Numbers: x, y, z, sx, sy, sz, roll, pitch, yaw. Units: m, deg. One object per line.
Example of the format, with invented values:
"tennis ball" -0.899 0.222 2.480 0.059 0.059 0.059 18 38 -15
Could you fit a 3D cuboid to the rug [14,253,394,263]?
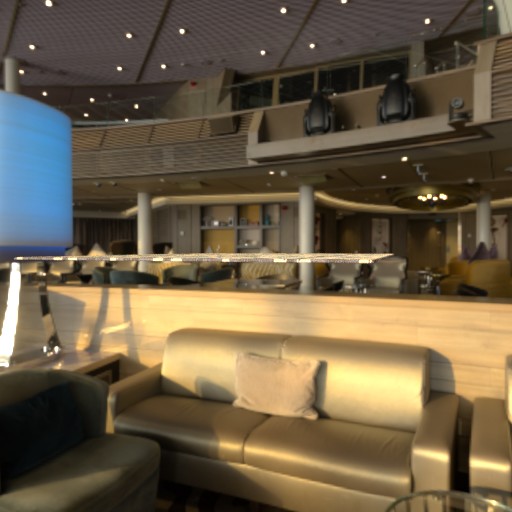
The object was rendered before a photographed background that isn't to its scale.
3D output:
"rug" 0.000 0.000 2.908 1.676 0.013 2.261 0 1 19
